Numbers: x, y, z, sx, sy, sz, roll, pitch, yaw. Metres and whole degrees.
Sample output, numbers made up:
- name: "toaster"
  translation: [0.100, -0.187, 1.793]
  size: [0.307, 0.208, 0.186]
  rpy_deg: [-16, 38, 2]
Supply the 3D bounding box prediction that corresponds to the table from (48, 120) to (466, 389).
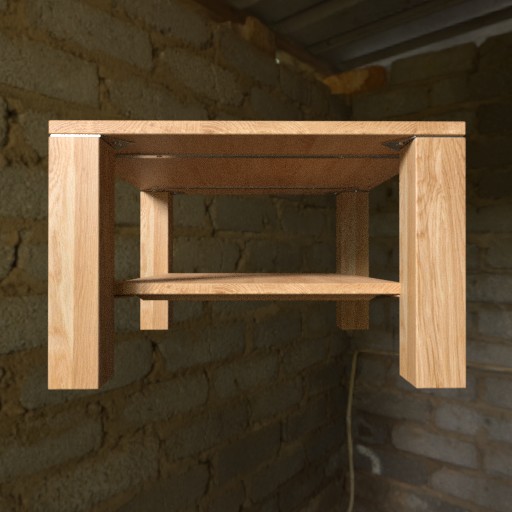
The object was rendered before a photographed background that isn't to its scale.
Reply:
- name: "table"
  translation: [0.000, 0.000, 1.091]
  size: [0.700, 0.450, 0.700]
  rpy_deg: [0, 0, -1]
